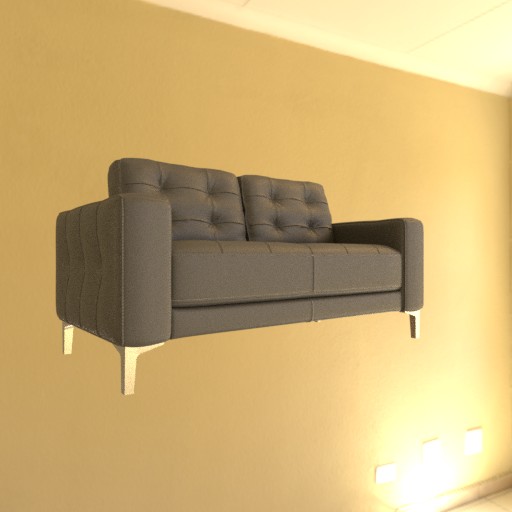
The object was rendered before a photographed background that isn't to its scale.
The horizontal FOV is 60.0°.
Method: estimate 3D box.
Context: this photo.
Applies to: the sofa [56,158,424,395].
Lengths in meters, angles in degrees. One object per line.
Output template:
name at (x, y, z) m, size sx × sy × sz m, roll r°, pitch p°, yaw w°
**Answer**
sofa at (0.000, 0.000, 2.223) m, size 1.726 × 0.892 × 0.833 m, roll 0°, pitch 0°, yaw -37°
